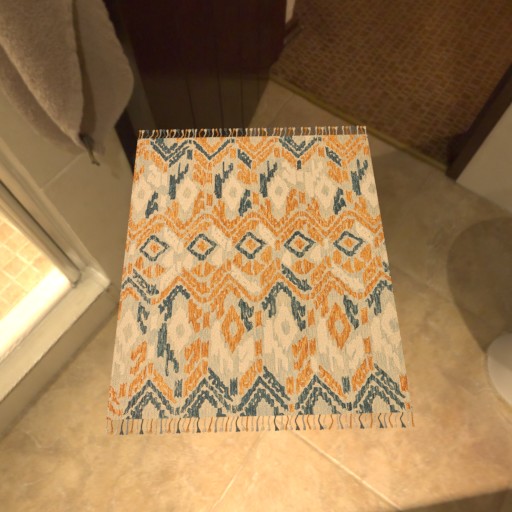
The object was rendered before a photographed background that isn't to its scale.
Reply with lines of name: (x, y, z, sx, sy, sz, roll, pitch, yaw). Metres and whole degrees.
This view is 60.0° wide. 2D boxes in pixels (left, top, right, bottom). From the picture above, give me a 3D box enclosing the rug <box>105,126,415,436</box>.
rug: (0.000, 0.000, 4.121, 2.439, 0.010, 3.048, -1, 65, -1)
